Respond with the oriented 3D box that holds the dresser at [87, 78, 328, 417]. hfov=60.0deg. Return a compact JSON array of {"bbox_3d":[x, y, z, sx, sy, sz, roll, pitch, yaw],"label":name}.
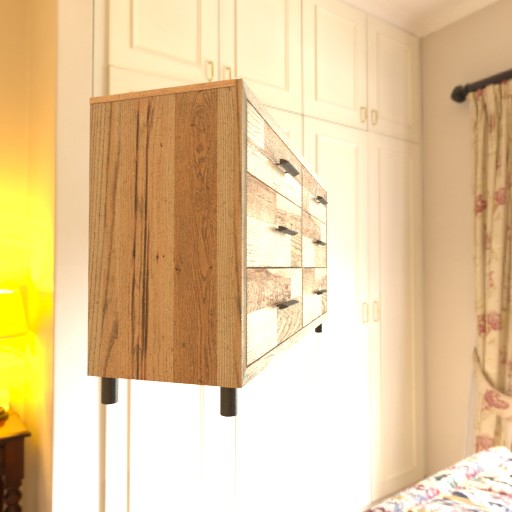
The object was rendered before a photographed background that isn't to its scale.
[{"bbox_3d":[0.000,0.000,1.874,0.487,0.834,1.547,0,-2,17],"label":"dresser"}]
